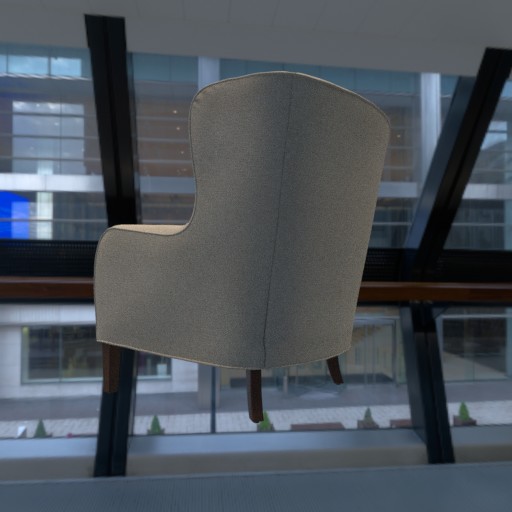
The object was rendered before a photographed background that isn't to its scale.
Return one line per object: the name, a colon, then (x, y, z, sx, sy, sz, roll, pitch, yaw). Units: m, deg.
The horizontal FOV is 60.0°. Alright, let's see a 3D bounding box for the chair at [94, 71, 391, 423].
chair: (0.000, 0.000, 1.724, 0.966, 1.040, 0.838, -1, -1, 37)
